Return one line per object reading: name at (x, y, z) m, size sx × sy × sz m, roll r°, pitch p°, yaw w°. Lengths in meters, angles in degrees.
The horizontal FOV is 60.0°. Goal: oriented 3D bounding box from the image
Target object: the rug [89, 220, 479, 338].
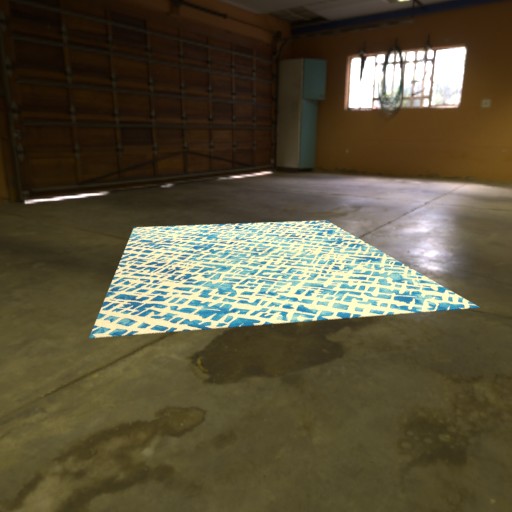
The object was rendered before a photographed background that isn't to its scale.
rug at (0.000, 0.000, 4.103) m, size 2.435 × 0.007 × 3.007 m, roll -3°, pitch 16°, yaw -10°
